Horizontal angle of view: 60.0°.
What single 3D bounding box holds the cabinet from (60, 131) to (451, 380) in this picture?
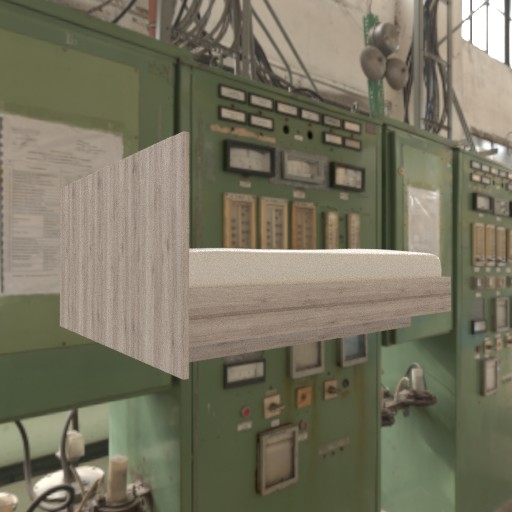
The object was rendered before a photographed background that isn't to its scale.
[{"bbox_3d":[0.000,0.000,3.030,2.080,0.970,1.750,0,-1,-38],"label":"cabinet"}]
